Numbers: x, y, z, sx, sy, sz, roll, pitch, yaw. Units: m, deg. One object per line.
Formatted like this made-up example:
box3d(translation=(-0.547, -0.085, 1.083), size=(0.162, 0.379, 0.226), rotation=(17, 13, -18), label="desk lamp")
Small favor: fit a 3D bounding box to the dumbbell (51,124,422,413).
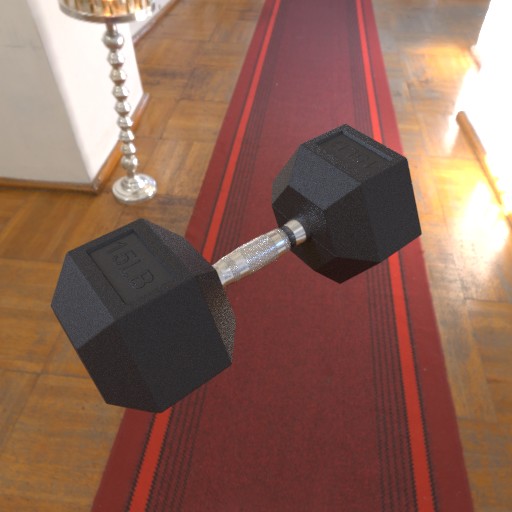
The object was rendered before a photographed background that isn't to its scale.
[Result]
box3d(translation=(0.000, 0.000, 0.325), size=(0.271, 0.106, 0.122), rotation=(-30, 53, -25), label="dumbbell")
